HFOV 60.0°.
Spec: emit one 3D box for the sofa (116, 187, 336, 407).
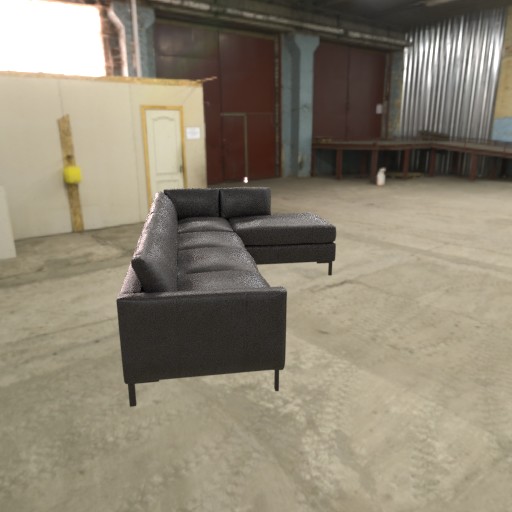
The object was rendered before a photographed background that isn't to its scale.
[{"bbox_3d":[0.000,0.000,3.856,1.938,0.877,2.984,-3,16,-9],"label":"sofa"}]
